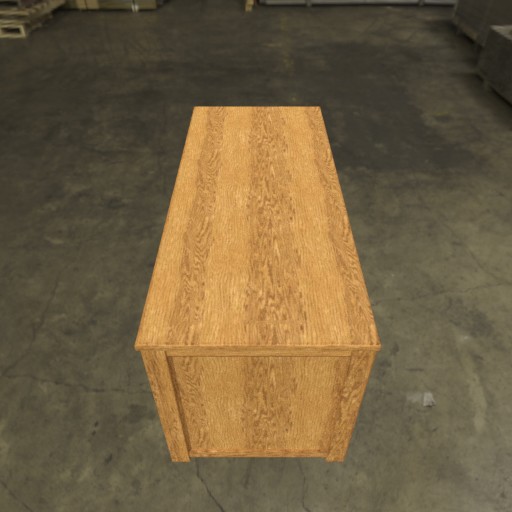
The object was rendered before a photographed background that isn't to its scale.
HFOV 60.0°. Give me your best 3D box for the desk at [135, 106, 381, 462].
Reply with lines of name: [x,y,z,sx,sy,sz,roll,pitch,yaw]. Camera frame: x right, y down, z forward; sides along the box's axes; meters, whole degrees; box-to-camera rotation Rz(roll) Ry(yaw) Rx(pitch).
desk: [0.000,0.000,2.041,0.685,0.751,1.567,0,42,0]
